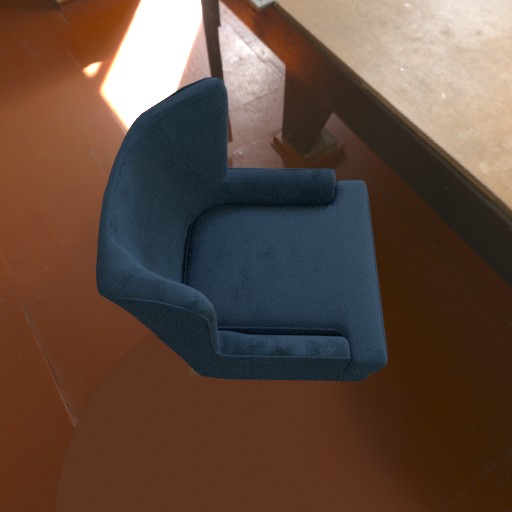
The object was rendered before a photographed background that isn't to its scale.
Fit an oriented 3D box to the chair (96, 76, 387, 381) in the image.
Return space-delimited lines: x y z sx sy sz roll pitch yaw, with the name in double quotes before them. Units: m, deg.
"chair" 0.000 0.000 1.628 0.910 0.952 0.793 1 63 0
